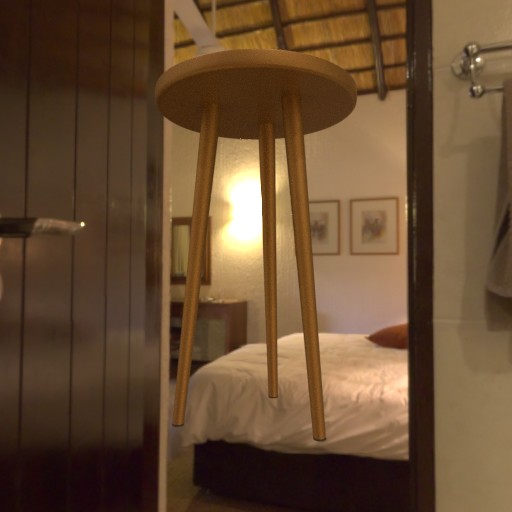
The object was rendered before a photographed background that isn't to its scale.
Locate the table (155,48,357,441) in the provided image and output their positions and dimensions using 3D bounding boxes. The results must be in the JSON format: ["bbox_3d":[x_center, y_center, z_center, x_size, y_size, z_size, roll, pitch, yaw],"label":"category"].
[{"bbox_3d":[0.000,0.000,0.664,0.299,0.480,0.299,1,-2,-18],"label":"table"}]
